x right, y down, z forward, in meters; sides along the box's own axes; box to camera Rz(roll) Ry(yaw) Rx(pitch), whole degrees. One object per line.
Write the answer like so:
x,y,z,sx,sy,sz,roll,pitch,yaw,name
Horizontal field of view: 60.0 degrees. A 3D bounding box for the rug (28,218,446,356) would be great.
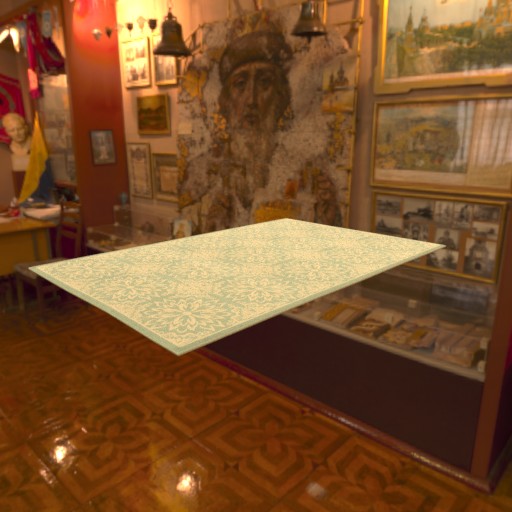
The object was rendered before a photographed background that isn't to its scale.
0.000,0.000,3.449,2.746,0.018,1.819,-15,21,-43,rug
